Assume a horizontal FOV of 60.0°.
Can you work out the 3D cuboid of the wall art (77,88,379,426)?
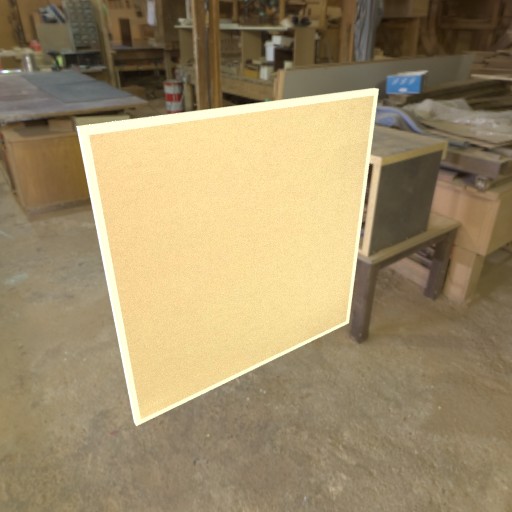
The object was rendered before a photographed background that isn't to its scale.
[{"bbox_3d":[0.000,0.000,0.845,0.557,0.557,0.012,-18,34,-30],"label":"wall art"}]
